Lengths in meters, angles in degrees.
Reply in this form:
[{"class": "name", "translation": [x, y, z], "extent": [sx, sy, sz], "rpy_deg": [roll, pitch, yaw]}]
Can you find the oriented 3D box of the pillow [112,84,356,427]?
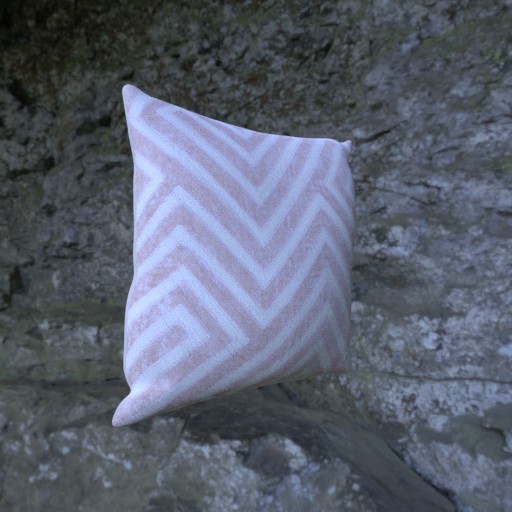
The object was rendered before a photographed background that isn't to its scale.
[{"class": "pillow", "translation": [0.000, 0.000, 0.688], "extent": [0.440, 0.441, 0.182], "rpy_deg": [0, -1, -36]}]
